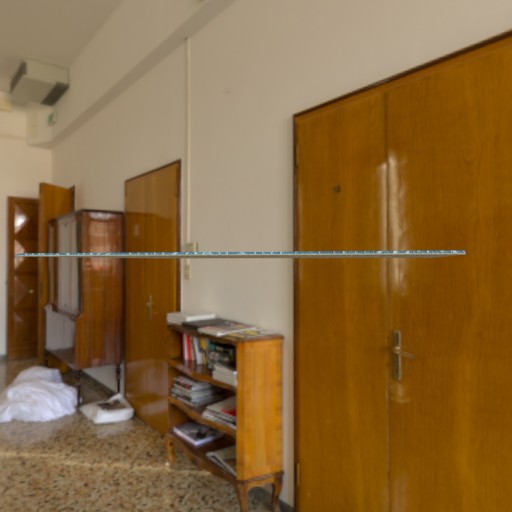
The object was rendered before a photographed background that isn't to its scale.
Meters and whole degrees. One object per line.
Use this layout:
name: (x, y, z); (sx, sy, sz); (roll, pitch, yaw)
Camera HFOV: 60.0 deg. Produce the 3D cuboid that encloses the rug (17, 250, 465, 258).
rug: (0.000, 0.000, 2.739); (2.144, 0.015, 1.543); (0, -1, 17)
